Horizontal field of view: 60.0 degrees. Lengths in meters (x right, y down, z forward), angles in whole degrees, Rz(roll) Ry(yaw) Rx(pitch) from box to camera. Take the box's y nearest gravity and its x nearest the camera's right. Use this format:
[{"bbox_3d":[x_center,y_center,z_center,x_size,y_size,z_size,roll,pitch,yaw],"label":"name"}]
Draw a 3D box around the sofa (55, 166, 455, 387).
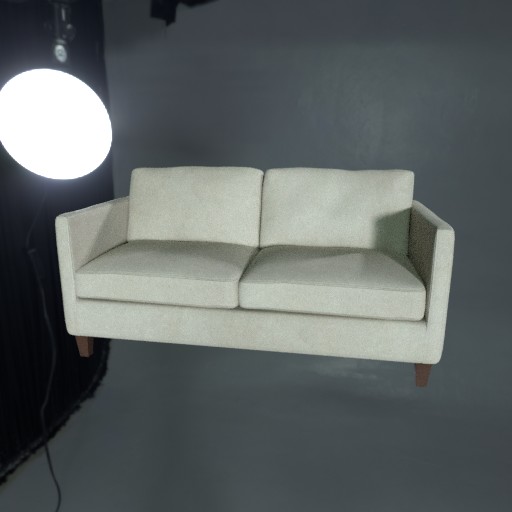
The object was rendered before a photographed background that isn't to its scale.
[{"bbox_3d":[0.000,0.000,2.455,1.846,0.940,0.950,3,15,10],"label":"sofa"}]
